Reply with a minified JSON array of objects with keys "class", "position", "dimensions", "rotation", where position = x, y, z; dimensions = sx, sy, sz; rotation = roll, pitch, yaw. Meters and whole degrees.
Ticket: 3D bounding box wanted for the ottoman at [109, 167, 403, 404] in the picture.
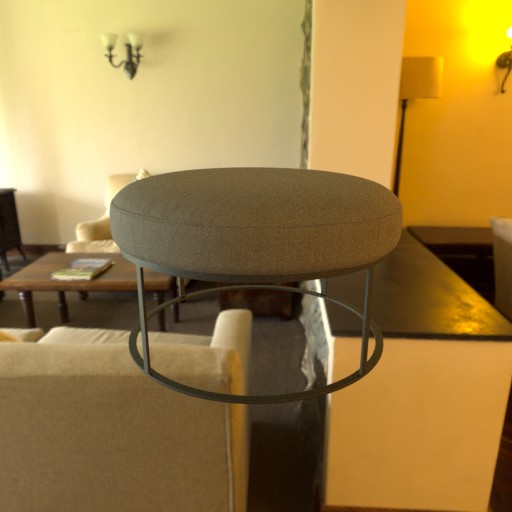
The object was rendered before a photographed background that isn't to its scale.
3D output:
[{"class":"ottoman","position":[0.000,0.000,1.253],"dimensions":[0.772,0.460,0.772],"rotation":[0,17,0]}]
